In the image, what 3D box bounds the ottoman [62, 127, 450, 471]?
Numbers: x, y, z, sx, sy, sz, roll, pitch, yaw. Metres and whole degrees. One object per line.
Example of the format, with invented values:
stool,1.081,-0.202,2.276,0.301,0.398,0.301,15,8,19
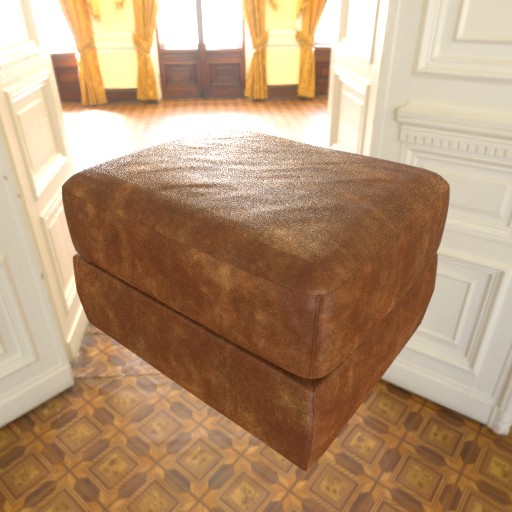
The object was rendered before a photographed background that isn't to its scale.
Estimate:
ottoman,0.000,0.000,1.106,0.751,0.476,0.603,22,37,32
